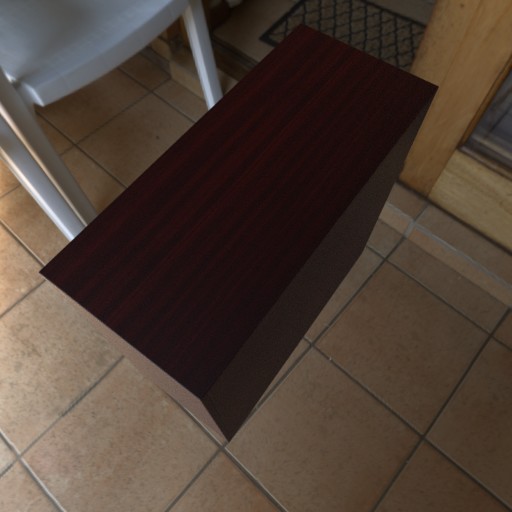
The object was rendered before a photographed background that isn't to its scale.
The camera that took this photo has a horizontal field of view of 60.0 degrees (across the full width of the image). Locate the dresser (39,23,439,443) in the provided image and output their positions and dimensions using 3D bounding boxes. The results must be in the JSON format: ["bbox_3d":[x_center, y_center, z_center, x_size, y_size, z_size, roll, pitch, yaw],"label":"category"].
[{"bbox_3d":[0.000,0.000,1.117,0.360,0.720,0.750,33,68,16],"label":"dresser"}]
